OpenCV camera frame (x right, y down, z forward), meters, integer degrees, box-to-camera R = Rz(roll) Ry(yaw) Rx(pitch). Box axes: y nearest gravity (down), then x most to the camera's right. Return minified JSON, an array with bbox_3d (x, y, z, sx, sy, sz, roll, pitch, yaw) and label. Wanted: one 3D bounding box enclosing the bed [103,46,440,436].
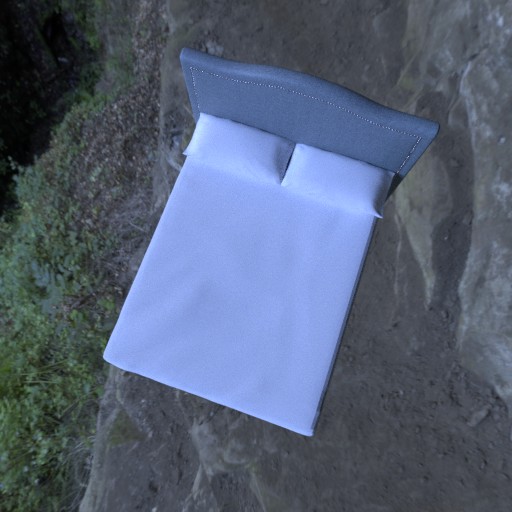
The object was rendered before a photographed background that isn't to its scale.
[{"bbox_3d":[0.000,0.000,3.232,1.753,1.460,2.143,19,76,5],"label":"bed"}]
